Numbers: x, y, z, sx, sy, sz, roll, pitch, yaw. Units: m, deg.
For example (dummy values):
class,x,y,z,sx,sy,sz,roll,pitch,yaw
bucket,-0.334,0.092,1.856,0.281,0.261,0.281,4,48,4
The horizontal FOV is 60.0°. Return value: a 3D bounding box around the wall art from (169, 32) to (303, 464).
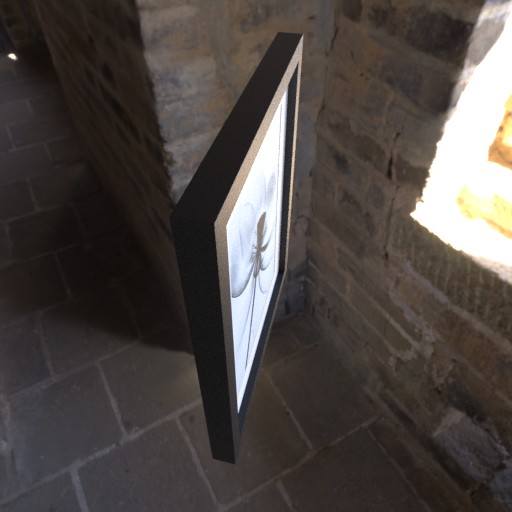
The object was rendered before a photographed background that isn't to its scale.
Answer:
class,x,y,z,sx,sy,sz,roll,pitch,yaw
wall art,0.000,0.000,0.514,0.029,0.381,0.330,10,46,10
